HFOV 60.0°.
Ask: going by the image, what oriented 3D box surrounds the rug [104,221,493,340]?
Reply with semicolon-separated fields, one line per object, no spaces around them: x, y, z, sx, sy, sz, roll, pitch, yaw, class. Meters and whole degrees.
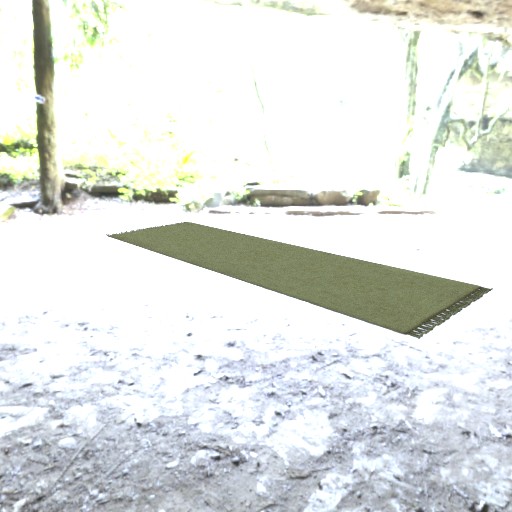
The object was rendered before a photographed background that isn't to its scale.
0.000;0.000;2.803;0.795;0.015;2.544;-14;21;-43;rug
